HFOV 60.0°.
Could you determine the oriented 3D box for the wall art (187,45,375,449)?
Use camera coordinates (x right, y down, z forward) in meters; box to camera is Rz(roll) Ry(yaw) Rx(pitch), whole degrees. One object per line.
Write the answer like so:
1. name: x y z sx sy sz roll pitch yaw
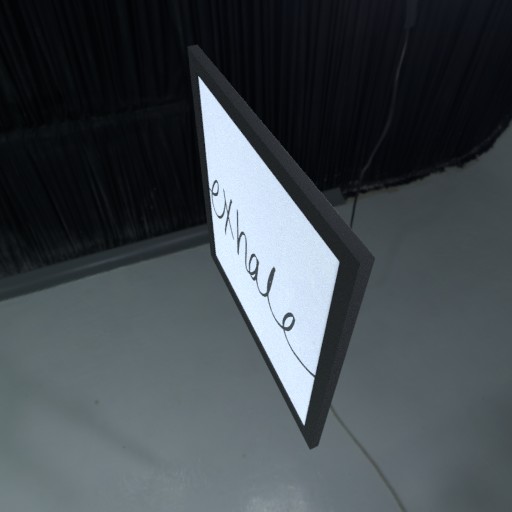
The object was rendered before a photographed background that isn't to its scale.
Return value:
1. wall art: 0.000 0.000 0.531 0.012 0.357 0.358 -18 51 -16
